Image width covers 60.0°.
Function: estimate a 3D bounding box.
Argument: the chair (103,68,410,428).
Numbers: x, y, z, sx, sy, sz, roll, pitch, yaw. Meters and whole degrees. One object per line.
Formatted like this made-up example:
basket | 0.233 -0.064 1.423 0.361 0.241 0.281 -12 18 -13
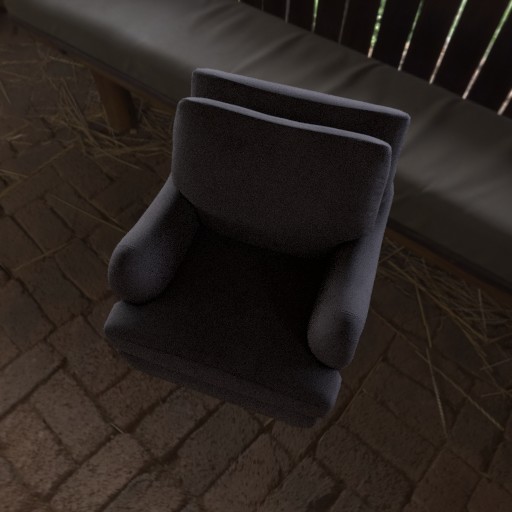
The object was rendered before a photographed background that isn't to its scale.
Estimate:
chair | 0.000 0.000 1.849 0.955 0.997 1.070 16 59 10
